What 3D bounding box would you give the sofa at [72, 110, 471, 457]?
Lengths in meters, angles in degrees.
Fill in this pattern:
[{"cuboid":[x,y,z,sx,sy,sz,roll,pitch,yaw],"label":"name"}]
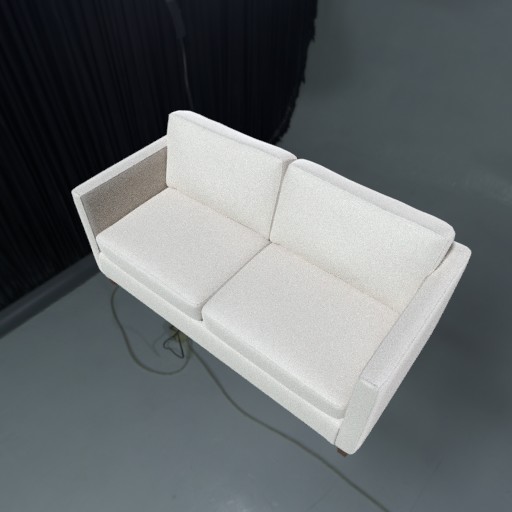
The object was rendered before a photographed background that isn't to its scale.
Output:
[{"cuboid":[0.000,0.000,2.214,1.722,0.888,0.873,30,53,26],"label":"sofa"}]
